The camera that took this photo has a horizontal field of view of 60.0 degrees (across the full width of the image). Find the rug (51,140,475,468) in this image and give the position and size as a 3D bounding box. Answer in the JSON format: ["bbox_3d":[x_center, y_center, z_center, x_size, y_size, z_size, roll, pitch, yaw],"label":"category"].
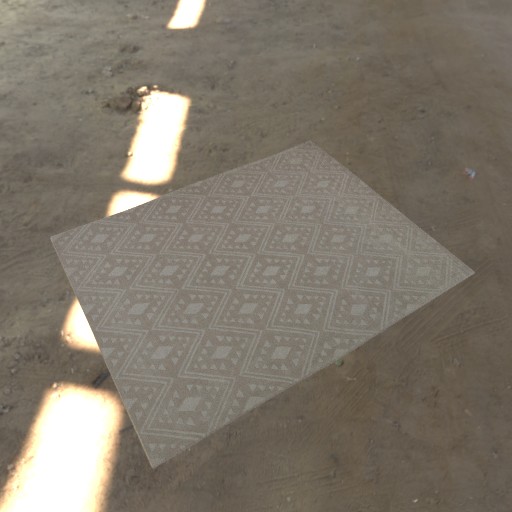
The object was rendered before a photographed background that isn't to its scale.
[{"bbox_3d":[0.000,0.000,3.983,3.011,0.054,2.399,-25,53,-21],"label":"rug"}]
